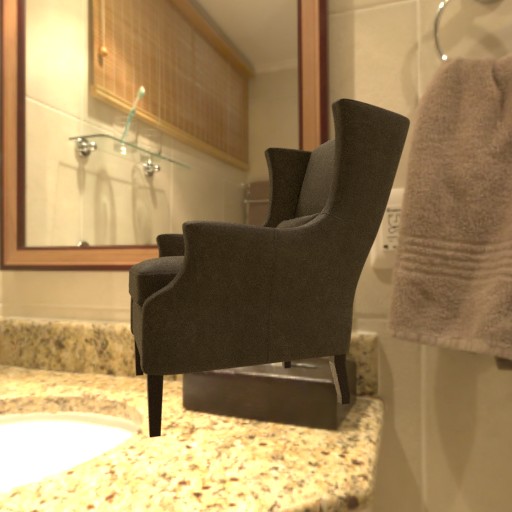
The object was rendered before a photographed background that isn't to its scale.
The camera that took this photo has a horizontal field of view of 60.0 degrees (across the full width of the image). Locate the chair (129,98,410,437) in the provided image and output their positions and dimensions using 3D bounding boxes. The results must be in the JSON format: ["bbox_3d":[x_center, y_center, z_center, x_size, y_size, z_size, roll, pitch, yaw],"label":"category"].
[{"bbox_3d":[0.000,0.000,1.711,0.926,1.016,0.853,0,0,-18],"label":"chair"}]
